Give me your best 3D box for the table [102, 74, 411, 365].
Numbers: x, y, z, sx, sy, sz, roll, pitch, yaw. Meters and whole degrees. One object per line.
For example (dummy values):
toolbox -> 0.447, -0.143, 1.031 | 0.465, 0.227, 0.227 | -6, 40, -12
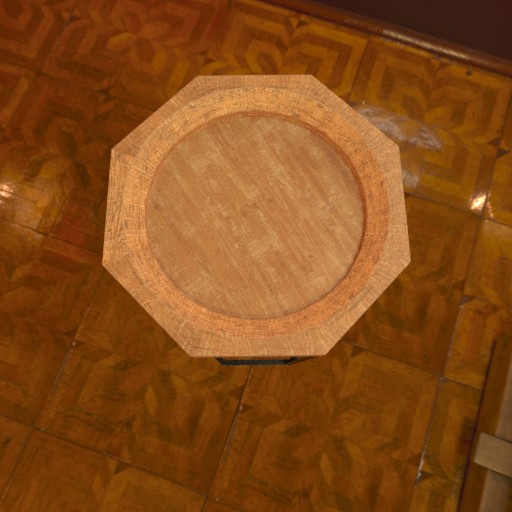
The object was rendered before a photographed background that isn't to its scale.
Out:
table -> 0.000, 0.000, 0.867 | 0.437, 0.553, 0.437 | 21, 76, 6
